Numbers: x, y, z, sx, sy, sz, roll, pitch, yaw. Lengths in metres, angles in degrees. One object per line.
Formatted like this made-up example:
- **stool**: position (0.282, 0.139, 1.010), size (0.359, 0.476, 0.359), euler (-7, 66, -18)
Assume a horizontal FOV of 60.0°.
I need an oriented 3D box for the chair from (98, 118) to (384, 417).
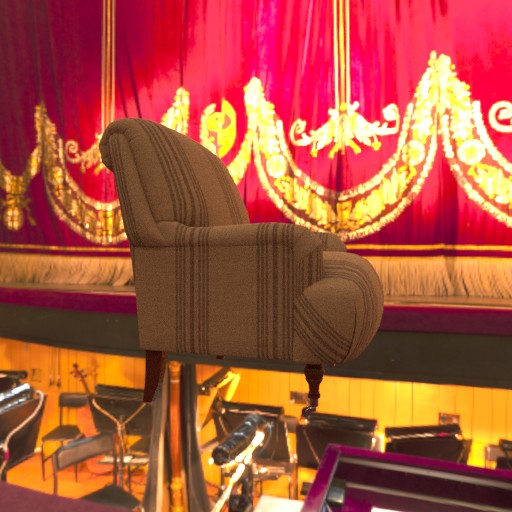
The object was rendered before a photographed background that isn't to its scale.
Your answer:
- **chair**: position (0.000, 0.000, 1.648), size (0.914, 0.940, 0.813), euler (0, 0, 17)
